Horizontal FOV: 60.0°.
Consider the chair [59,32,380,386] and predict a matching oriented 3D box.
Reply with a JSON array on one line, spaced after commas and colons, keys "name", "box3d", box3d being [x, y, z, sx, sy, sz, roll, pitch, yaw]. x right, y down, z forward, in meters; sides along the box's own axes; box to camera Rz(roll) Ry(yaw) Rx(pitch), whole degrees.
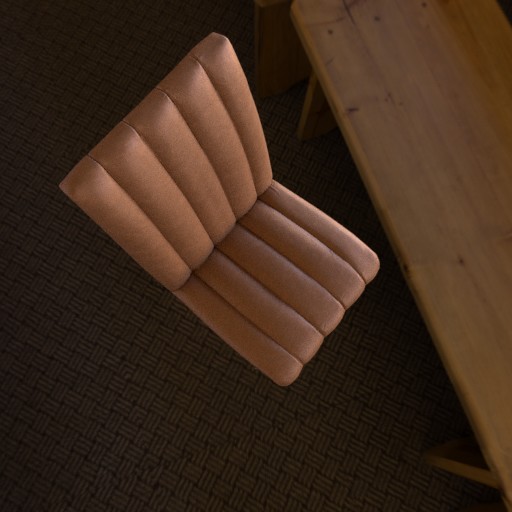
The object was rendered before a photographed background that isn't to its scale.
[{"name": "chair", "box3d": [0.000, 0.000, 1.349, 0.647, 1.016, 0.511, 39, 79, 9]}]
